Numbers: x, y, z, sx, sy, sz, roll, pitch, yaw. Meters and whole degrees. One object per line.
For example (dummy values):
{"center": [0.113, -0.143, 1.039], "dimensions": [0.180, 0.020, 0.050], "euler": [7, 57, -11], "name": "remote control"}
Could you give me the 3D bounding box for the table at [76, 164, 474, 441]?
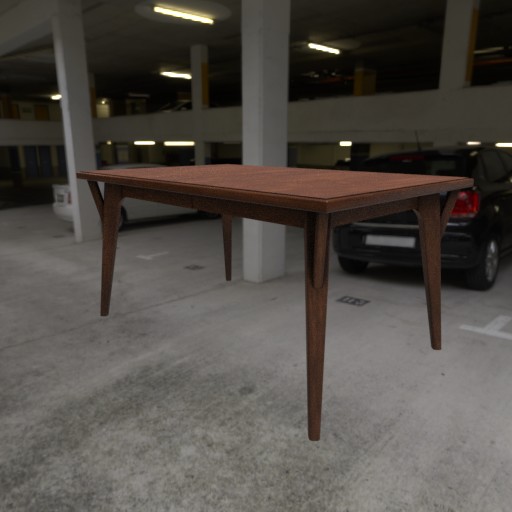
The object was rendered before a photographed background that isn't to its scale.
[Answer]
{"center": [0.000, 0.000, 2.088], "dimensions": [0.990, 0.761, 1.524], "euler": [-14, 20, -43], "name": "table"}
